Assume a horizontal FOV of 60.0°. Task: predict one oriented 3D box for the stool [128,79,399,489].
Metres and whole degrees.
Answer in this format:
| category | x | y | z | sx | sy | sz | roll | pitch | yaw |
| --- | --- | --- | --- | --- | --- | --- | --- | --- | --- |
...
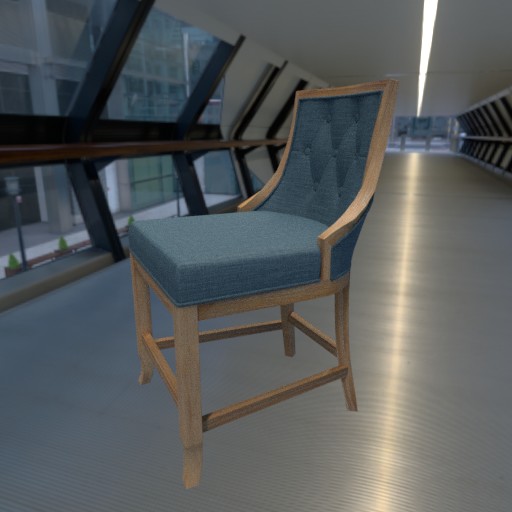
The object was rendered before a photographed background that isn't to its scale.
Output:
| category | x | y | z | sx | sy | sz | roll | pitch | yaw |
| --- | --- | --- | --- | --- | --- | --- | --- | --- | --- |
| stool | 0.000 | 0.000 | 1.276 | 0.626 | 0.938 | 0.524 | -8 | 18 | -25 |
